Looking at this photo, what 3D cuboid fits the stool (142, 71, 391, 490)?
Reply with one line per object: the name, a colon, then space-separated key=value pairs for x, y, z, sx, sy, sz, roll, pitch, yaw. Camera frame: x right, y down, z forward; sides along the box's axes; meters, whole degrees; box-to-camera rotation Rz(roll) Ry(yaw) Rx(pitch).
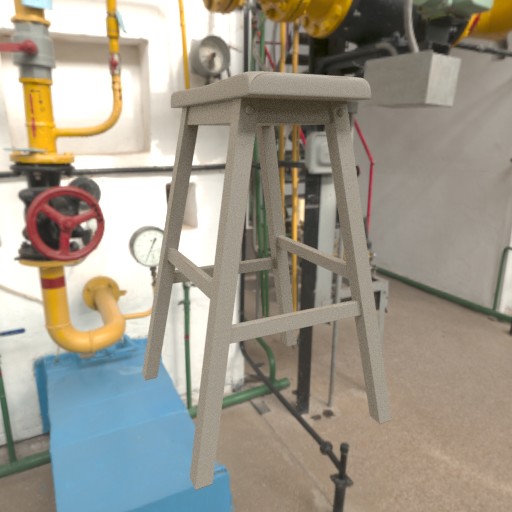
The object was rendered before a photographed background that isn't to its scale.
stool: x=0.000 y=0.000 z=1.026 sx=0.476 sy=0.737 sz=0.457 roll=-8 pitch=17 yaw=-25
